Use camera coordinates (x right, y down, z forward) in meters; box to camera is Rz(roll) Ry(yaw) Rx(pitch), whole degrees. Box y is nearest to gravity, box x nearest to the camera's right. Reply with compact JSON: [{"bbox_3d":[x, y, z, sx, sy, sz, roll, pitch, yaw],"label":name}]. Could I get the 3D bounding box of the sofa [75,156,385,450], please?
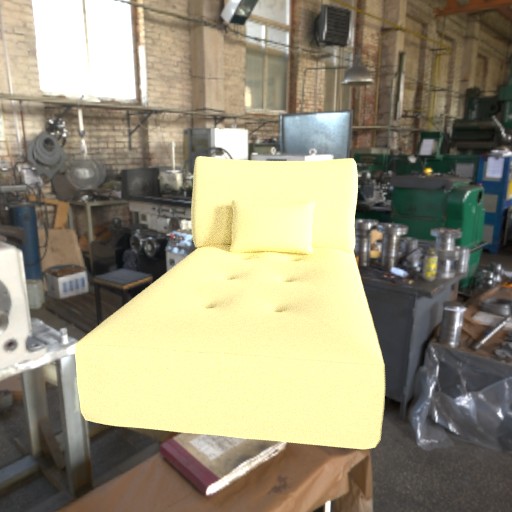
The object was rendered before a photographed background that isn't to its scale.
[{"bbox_3d":[0.000,0.000,1.924,0.930,0.820,1.450,2,14,8],"label":"sofa"}]
